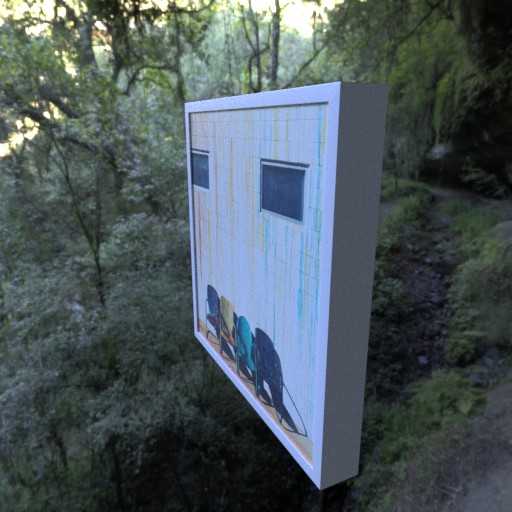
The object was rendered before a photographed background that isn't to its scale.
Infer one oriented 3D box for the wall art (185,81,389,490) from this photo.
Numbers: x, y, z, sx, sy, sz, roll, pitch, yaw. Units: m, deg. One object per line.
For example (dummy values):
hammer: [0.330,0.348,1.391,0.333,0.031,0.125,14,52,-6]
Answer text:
wall art: [0.000,0.000,0.449,0.038,0.305,0.305,-8,18,-25]
